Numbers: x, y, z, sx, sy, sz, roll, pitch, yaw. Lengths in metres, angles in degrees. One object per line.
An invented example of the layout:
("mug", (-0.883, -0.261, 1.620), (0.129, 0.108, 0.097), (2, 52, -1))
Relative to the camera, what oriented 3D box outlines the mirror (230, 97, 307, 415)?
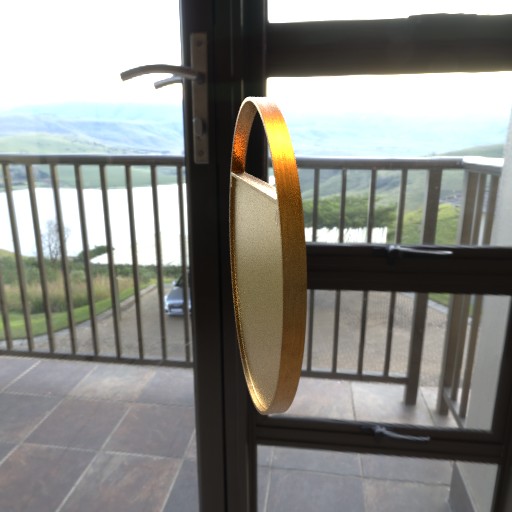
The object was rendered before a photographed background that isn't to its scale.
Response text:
("mirror", (0.000, 0.000, 0.837), (0.032, 0.565, 0.565), (-3, 15, -10))
